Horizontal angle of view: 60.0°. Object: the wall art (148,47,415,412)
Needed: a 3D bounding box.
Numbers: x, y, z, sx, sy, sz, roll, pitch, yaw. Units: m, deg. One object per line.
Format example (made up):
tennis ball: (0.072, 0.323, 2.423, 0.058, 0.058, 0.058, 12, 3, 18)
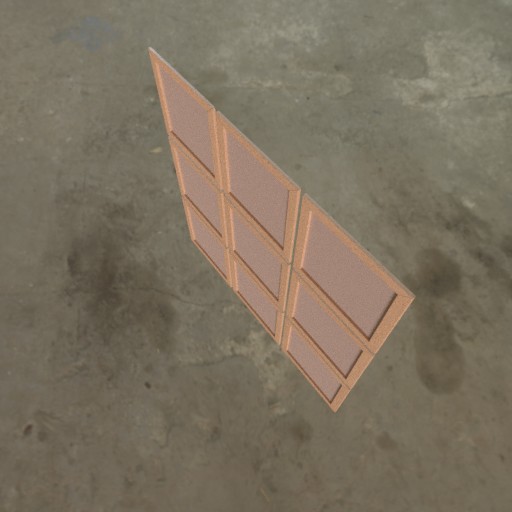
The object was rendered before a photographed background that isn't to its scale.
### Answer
wall art: (0.000, 0.000, 2.253, 0.014, 1.507, 1.519, -33, 64, -19)
